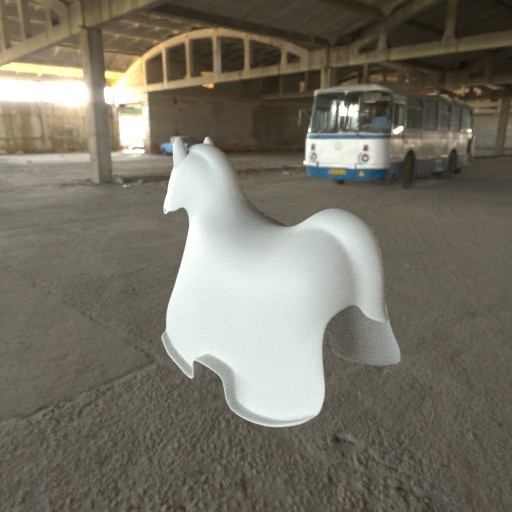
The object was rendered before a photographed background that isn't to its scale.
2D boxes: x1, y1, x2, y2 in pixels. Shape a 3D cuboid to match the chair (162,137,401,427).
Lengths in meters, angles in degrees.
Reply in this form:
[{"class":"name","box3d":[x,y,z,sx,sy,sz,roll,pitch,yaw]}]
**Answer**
[{"class":"chair","box3d":[0.000,0.000,1.185,0.429,0.612,0.800,-14,21,-41]}]
